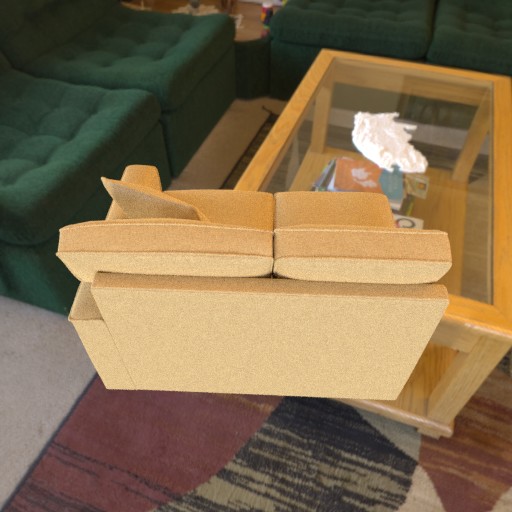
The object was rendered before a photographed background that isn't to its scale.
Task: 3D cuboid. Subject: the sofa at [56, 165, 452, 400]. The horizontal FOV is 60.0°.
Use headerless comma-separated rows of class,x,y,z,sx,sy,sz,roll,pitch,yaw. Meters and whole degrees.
sofa,0.000,0.000,2.067,1.388,0.989,0.991,2,47,2
